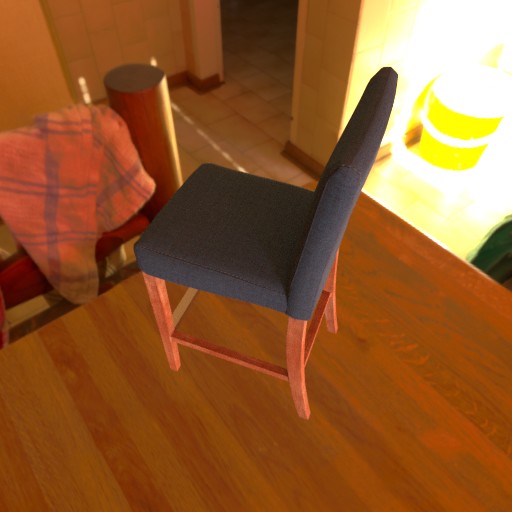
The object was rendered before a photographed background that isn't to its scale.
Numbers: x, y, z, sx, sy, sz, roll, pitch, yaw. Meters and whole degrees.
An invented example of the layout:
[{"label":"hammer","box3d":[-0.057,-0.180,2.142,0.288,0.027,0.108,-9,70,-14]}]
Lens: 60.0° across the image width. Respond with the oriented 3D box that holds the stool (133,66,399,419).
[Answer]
[{"label":"stool","box3d":[0.000,0.000,1.357,0.574,1.088,0.454,17,50,14]}]
